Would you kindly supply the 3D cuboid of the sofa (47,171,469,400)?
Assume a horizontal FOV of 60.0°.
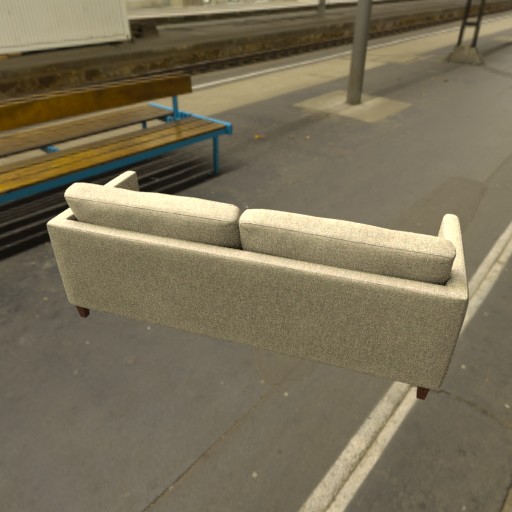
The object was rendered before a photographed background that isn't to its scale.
[{"bbox_3d":[0.000,0.000,2.896,2.434,0.951,0.948,10,34,15],"label":"sofa"}]
